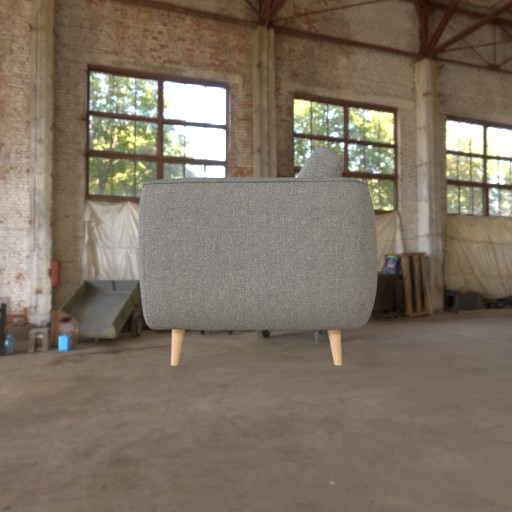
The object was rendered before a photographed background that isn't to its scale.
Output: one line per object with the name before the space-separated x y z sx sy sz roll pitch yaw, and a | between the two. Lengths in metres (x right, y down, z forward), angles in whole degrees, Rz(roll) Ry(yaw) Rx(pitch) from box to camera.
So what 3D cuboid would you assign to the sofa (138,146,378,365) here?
sofa | 0.000 0.000 2.512 0.920 0.870 2.000 0 -1 0
